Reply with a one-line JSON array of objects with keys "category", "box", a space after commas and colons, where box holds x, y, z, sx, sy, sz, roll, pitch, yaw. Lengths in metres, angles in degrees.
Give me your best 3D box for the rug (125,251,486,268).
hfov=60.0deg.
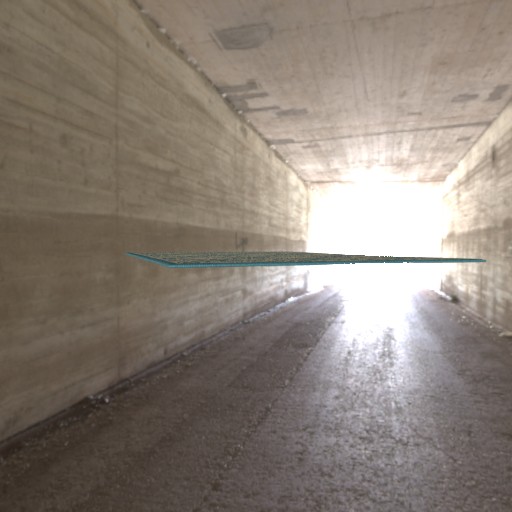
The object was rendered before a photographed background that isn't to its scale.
[{"category": "rug", "box": [0.000, 0.000, 2.350, 1.211, 0.012, 1.833, -1, 2, -20]}]
